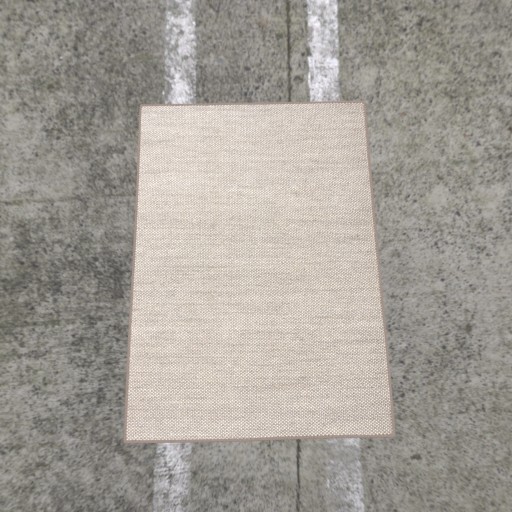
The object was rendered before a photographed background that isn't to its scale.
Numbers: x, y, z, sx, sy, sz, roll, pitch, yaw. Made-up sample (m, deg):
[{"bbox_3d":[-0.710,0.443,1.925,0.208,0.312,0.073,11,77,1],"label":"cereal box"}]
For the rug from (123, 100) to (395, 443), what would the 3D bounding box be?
[{"bbox_3d":[0.000,0.000,2.712,1.517,0.013,2.115,-1,76,0],"label":"rug"}]
